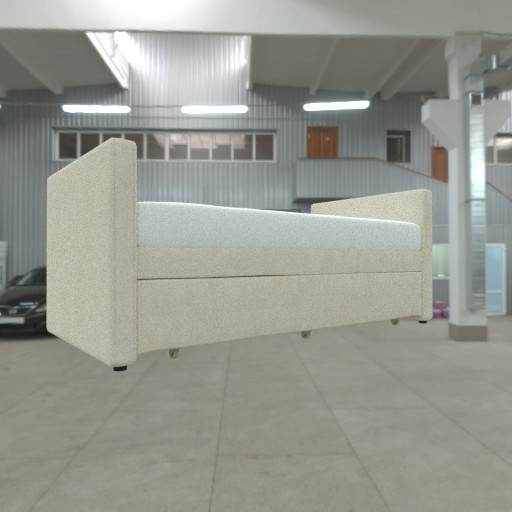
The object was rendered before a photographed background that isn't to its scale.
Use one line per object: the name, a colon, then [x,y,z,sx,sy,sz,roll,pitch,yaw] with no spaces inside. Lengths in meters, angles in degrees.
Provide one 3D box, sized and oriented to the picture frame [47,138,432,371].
picture frame: [0.000,0.000,2.724,2.161,0.891,1.069,0,0,-37]
